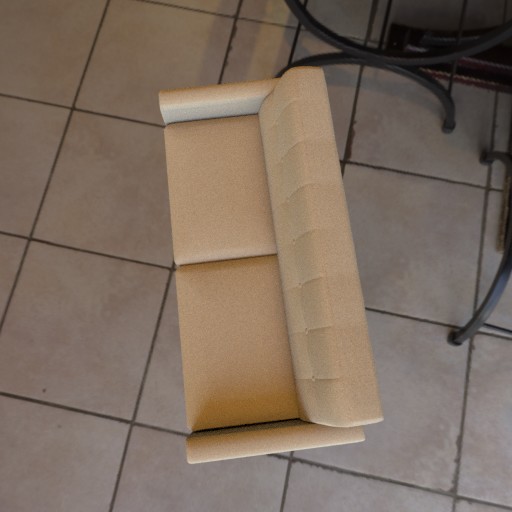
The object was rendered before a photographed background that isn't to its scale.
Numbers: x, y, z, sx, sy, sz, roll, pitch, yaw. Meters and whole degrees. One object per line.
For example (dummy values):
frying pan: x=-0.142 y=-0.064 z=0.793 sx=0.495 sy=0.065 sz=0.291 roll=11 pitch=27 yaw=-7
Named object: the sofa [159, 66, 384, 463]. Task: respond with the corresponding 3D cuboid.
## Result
sofa: x=0.000 y=0.000 z=2.632 sx=0.980 sy=0.892 sz=2.137 roll=-7 pitch=77 yaw=-2
